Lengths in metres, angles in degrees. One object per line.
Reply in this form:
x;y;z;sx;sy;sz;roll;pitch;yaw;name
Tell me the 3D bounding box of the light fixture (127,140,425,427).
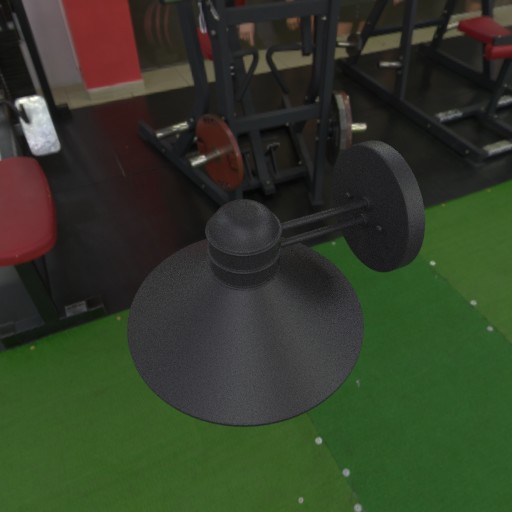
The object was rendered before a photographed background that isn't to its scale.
0.000;0.000;0.670;0.434;0.265;0.396;-17;48;-16;light fixture
